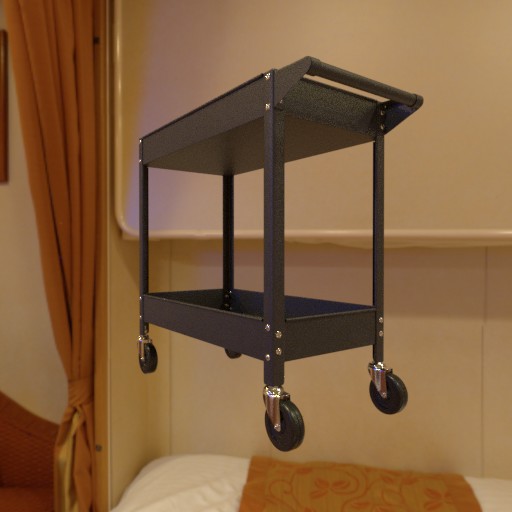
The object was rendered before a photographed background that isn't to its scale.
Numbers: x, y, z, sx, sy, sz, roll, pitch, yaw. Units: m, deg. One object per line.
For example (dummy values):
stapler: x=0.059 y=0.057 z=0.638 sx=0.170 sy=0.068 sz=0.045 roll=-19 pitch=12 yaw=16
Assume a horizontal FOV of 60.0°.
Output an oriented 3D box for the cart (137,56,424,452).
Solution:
cart: x=0.000 y=0.000 z=1.173 sx=0.366 sy=0.719 sz=0.779 roll=-1 pitch=1 yaw=-36
